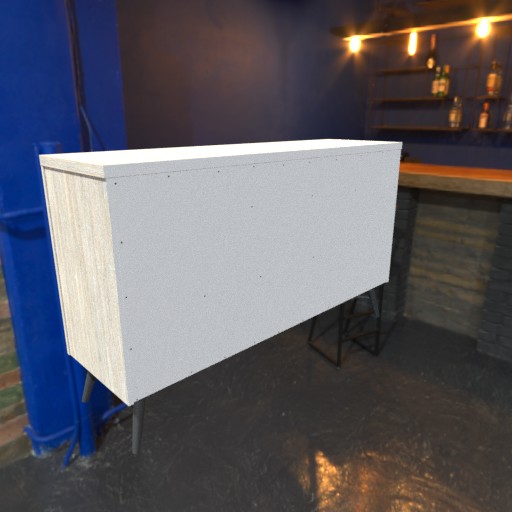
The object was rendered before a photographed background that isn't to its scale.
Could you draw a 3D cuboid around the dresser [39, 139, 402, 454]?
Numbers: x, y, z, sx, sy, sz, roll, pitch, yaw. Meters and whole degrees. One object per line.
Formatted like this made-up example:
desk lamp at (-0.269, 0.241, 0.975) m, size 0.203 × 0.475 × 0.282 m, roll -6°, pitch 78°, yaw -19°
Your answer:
dresser at (0.000, 0.000, 1.916) m, size 1.524 × 0.914 × 0.457 m, roll -16°, pitch 24°, yaw -42°
